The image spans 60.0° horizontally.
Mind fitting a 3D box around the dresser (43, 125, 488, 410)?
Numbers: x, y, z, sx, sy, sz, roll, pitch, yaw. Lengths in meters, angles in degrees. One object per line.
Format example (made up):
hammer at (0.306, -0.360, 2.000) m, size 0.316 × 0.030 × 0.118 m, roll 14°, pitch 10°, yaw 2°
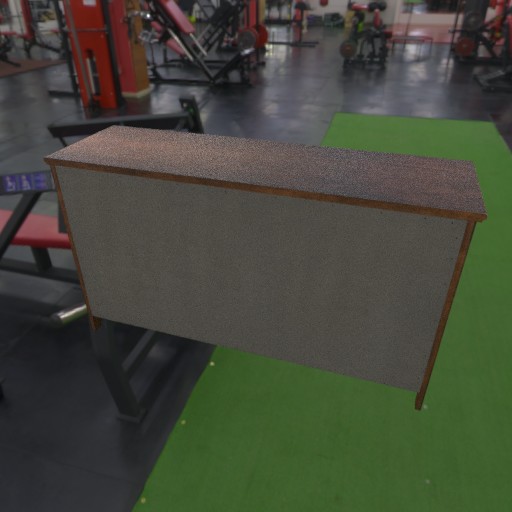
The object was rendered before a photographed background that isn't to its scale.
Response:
dresser at (0.000, 0.000, 1.886) m, size 1.551 × 0.856 × 0.463 m, roll 10°, pitch 33°, yaw 15°
